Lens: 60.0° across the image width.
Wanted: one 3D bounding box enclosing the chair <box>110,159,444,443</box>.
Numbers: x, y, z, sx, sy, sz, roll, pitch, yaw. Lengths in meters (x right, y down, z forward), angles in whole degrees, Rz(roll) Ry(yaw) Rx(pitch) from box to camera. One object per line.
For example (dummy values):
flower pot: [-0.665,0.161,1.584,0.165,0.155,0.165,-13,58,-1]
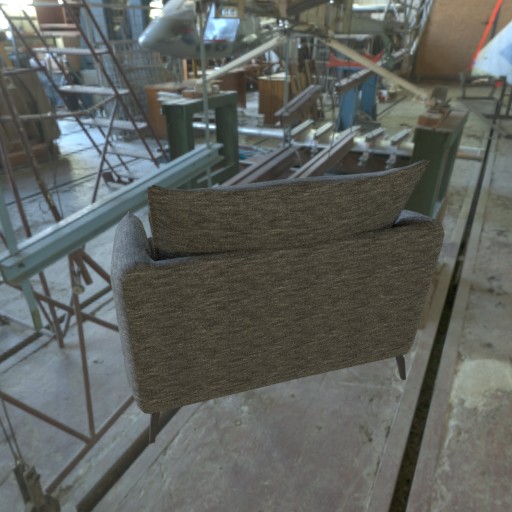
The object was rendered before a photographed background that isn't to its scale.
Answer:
chair: [0.000,0.000,1.618,1.004,0.842,0.805,-8,29,-16]
